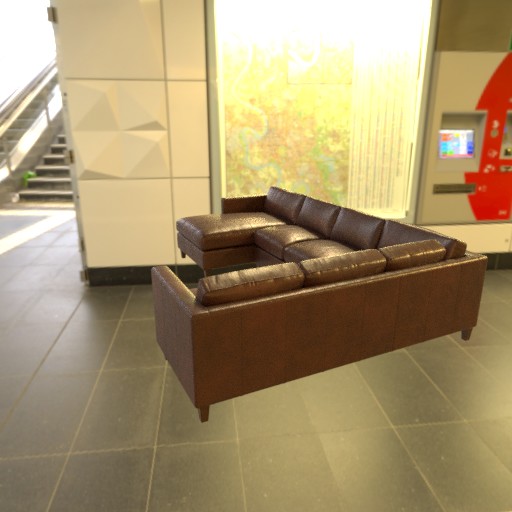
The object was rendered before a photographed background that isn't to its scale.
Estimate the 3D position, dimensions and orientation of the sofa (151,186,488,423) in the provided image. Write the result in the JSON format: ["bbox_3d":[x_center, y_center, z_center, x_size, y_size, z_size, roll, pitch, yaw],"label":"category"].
[{"bbox_3d":[0.000,0.000,4.470,2.452,0.891,3.324,-9,20,-25],"label":"sofa"}]
